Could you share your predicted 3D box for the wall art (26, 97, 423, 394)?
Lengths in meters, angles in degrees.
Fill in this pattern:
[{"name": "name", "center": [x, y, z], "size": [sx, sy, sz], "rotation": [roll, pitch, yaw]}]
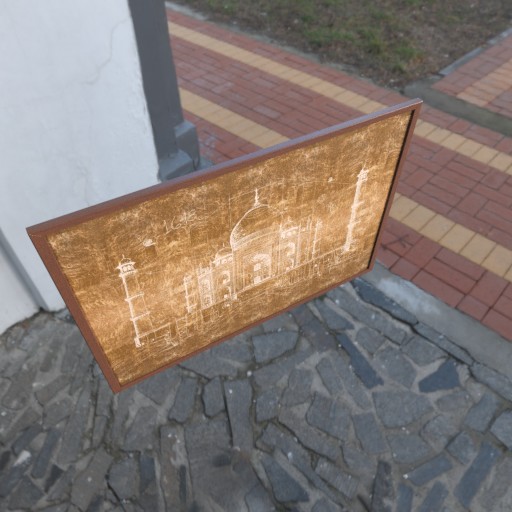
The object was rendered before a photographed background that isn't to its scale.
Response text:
[{"name": "wall art", "center": [0.000, 0.000, 0.831], "size": [0.660, 0.455, 0.014], "rotation": [-23, 52, -19]}]
